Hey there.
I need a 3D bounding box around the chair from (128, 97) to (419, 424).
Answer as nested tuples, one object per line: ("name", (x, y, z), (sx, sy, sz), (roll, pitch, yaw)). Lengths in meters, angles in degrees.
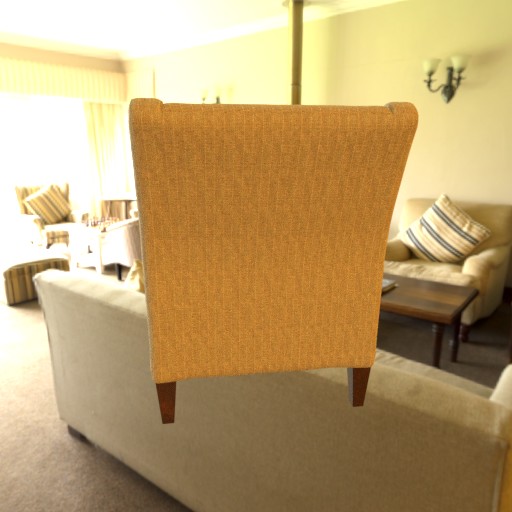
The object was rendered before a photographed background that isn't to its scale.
("chair", (0.000, 0.000, 1.632), (0.774, 1.014, 0.870), (-2, 14, -8))
